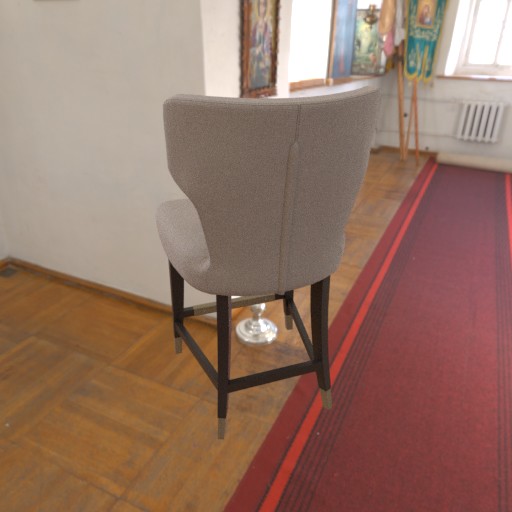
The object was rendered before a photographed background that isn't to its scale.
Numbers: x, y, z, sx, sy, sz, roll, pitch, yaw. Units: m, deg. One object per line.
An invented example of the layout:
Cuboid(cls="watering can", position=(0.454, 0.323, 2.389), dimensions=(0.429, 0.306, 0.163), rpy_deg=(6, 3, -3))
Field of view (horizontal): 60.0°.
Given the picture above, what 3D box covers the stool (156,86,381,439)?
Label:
Cuboid(cls="stool", position=(0.000, 0.000, 1.344), dimensions=(0.527, 0.982, 0.563), rpy_deg=(-9, 28, -17))
